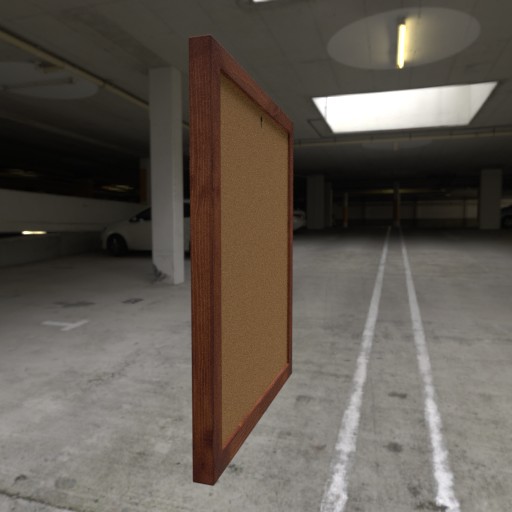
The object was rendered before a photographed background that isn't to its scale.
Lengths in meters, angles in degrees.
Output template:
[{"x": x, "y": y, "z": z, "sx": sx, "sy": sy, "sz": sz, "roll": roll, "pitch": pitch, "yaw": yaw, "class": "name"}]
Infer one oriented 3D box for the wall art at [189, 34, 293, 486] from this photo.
[{"x": 0.000, "y": 0.000, "z": 0.769, "sx": 0.030, "sy": 0.558, "sz": 0.462, "roll": 1, "pitch": 4, "yaw": 17, "class": "wall art"}]
